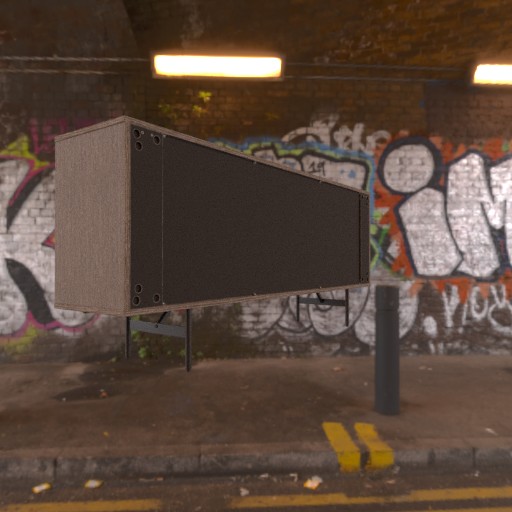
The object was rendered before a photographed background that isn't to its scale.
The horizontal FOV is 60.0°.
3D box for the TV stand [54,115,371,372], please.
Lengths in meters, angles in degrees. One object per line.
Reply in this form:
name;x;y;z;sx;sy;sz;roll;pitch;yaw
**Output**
TV stand;0.000;0.000;2.102;0.405;0.787;1.804;0;-1;37
